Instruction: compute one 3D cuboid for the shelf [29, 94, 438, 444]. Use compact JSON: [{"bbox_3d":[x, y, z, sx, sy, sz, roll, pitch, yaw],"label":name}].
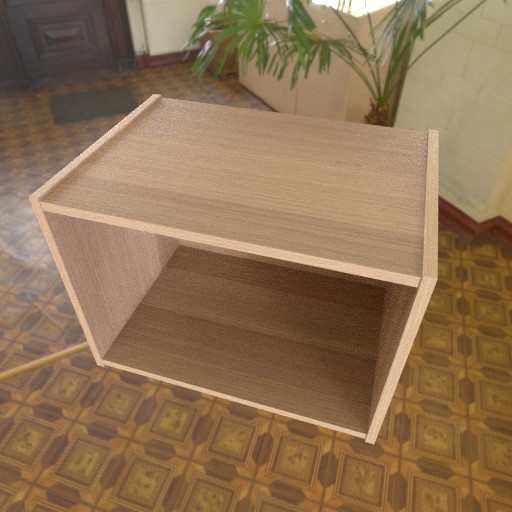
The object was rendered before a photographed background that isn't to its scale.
[{"bbox_3d":[0.000,0.000,0.628,0.415,0.305,0.290,12,43,13],"label":"shelf"}]
